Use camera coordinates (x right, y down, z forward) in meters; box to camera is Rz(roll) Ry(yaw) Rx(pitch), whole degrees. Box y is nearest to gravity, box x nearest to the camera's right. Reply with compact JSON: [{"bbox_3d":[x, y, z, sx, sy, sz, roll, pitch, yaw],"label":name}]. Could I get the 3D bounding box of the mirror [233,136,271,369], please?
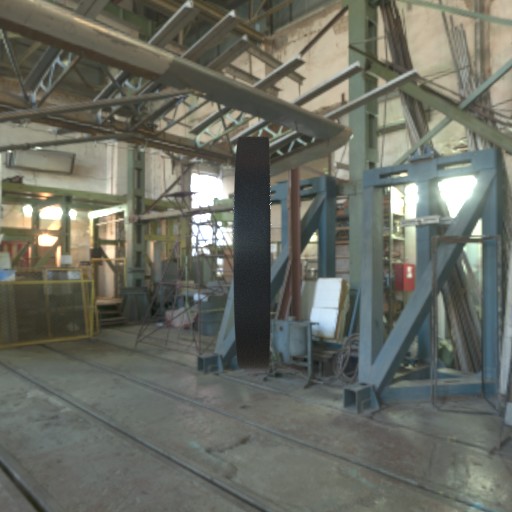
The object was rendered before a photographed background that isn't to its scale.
[{"bbox_3d":[0.000,0.000,0.664,0.032,0.254,0.584,0,-1,1],"label":"mirror"}]
